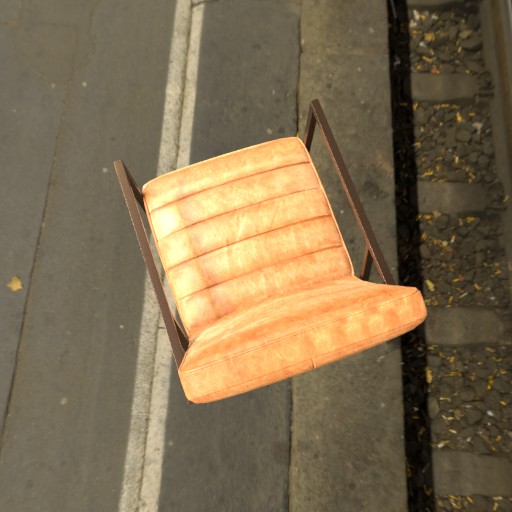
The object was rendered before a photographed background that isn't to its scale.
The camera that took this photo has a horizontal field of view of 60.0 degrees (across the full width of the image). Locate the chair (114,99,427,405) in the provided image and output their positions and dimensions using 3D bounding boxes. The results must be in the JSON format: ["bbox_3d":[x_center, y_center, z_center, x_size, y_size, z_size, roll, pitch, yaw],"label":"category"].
[{"bbox_3d":[0.000,0.000,1.285,0.571,0.832,0.677,-18,76,-5],"label":"chair"}]
